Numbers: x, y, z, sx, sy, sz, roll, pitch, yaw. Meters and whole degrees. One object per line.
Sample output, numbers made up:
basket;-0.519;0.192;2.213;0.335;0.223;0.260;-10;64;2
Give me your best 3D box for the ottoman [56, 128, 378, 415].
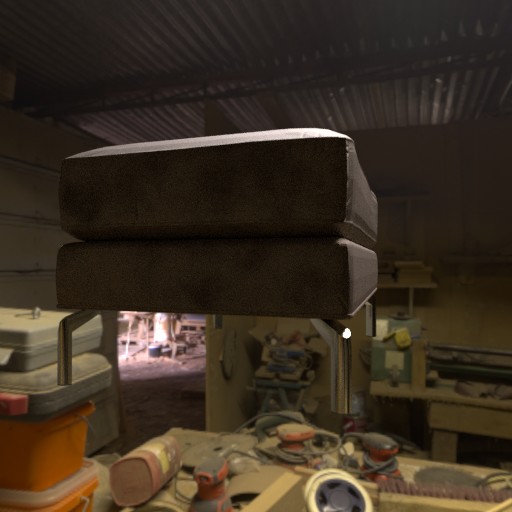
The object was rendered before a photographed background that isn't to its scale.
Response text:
ottoman;0.000;0.000;1.030;0.520;0.456;0.719;0;-1;18
